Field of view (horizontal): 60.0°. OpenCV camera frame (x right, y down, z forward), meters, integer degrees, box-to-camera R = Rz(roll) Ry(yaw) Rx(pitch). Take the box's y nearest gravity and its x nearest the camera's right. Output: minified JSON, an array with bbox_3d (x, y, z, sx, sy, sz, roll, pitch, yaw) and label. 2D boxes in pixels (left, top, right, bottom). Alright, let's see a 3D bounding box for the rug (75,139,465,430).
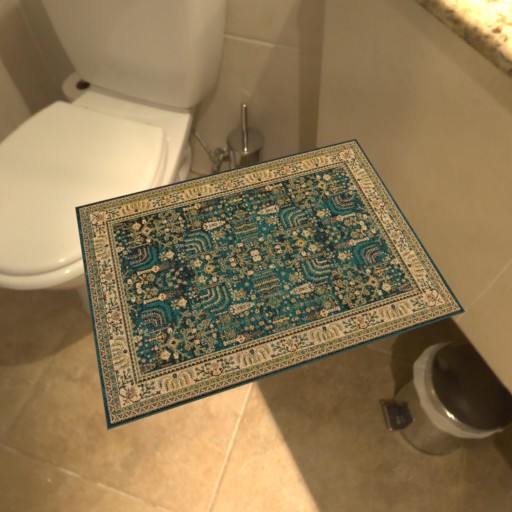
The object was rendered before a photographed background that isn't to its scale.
[{"bbox_3d":[0.000,0.000,2.971,2.213,0.013,1.594,-16,60,-10],"label":"rug"}]
